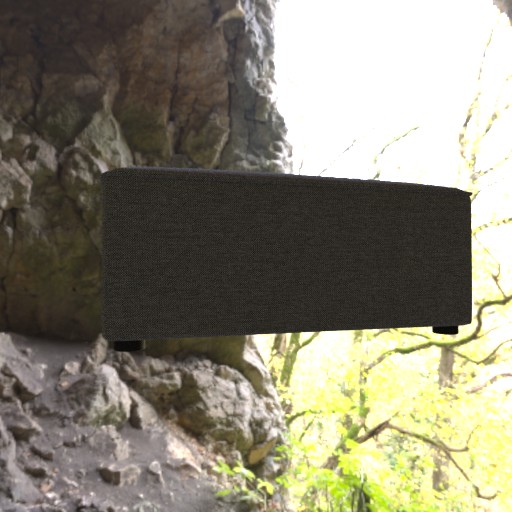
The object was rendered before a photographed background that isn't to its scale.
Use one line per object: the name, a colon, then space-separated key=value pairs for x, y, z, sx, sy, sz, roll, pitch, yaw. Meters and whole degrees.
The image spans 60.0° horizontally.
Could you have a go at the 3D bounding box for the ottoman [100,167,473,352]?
ottoman: x=0.000 y=0.000 z=1.571 sx=1.005 sy=0.455 sz=1.005 roll=0 pitch=-1 yaw=-16
